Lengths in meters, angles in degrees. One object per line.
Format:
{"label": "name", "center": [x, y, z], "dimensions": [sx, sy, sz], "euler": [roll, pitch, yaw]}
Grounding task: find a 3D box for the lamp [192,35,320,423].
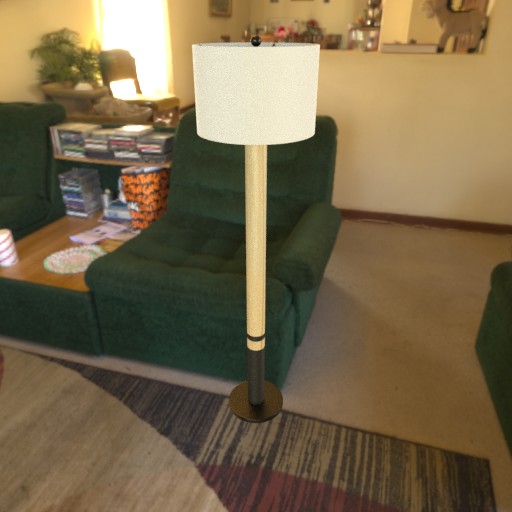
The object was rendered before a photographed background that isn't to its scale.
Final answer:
{"label": "lamp", "center": [0.000, 0.000, 1.657], "dimensions": [0.381, 1.478, 0.381], "euler": [0, 27, -1]}
